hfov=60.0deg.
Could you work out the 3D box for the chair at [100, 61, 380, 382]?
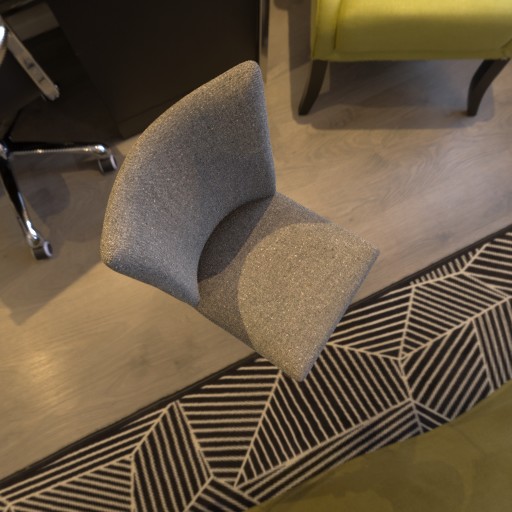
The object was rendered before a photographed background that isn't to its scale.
[{"bbox_3d":[0.000,0.000,1.318,0.623,0.924,0.535,32,78,8],"label":"chair"}]
